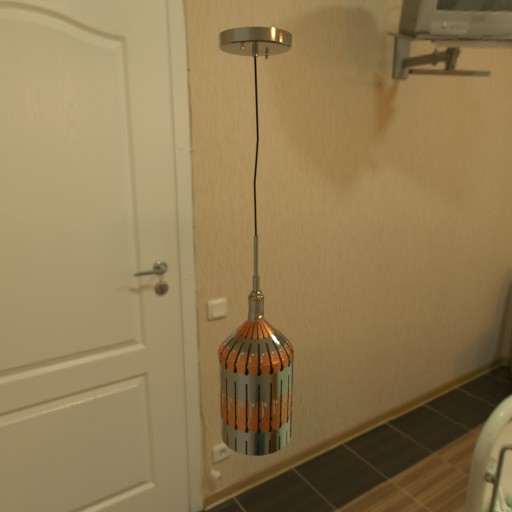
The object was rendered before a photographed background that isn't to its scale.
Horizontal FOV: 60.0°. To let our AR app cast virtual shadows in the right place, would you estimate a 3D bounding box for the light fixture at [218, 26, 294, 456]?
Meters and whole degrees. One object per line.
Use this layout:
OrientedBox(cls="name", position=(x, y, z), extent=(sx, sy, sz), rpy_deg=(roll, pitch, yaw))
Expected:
OrientedBox(cls="light fixture", position=(0.000, 0.000, 1.688), extent=(0.303, 1.535, 0.303), rpy_deg=(0, 14, 0))
